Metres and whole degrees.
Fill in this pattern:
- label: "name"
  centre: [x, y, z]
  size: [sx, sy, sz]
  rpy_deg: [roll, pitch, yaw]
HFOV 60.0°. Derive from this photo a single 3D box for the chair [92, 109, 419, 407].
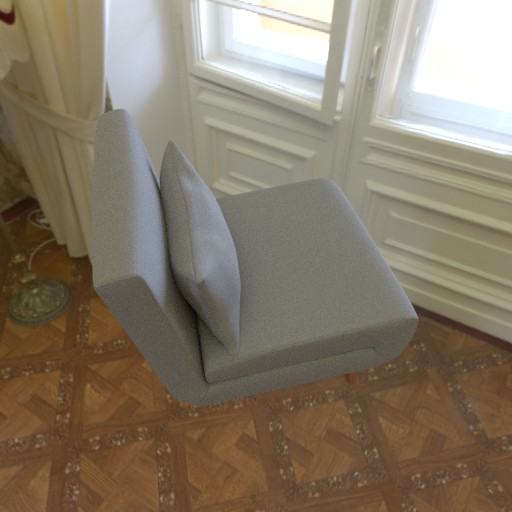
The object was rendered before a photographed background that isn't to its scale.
- label: "chair"
  centre: [0.000, 0.000, 1.523]
  size: [0.902, 0.808, 0.770]
  rpy_deg: [-10, 46, -9]
